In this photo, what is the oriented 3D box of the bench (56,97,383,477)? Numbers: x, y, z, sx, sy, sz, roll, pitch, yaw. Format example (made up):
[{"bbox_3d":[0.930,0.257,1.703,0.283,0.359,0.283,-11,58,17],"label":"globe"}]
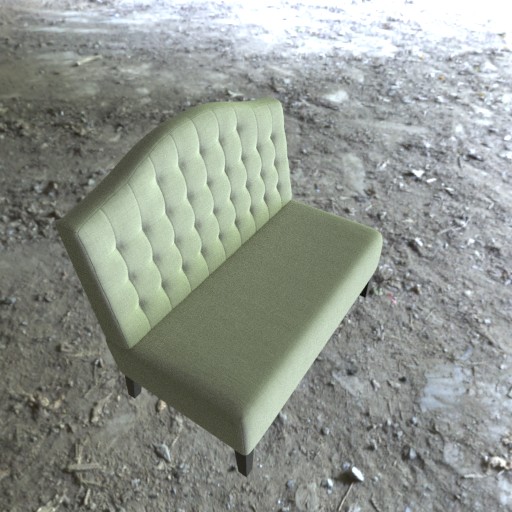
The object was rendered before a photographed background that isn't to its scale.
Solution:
[{"bbox_3d":[0.000,0.000,2.053,0.815,1.180,1.335,24,47,25],"label":"bench"}]
